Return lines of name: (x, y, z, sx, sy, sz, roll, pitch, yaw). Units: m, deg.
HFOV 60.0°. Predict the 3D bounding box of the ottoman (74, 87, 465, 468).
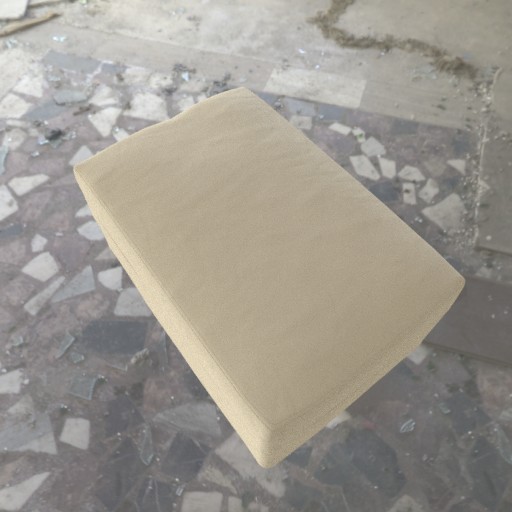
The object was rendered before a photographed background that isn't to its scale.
ottoman: (0.000, 0.000, 1.204, 0.590, 0.444, 0.872, -33, 63, -19)
